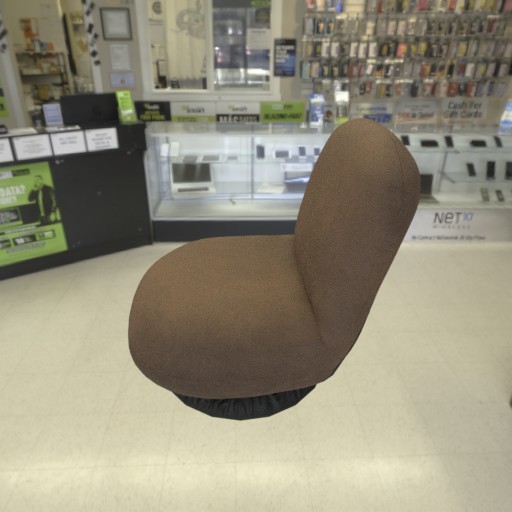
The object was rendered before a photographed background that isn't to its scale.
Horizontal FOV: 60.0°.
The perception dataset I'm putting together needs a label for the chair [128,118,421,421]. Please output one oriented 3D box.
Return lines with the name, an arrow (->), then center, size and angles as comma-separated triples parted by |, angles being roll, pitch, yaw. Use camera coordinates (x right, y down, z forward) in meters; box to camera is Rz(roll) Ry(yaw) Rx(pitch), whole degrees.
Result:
chair -> 0.000, 0.000, 1.019 | 0.597, 0.594, 0.521 | 0, 27, 0
